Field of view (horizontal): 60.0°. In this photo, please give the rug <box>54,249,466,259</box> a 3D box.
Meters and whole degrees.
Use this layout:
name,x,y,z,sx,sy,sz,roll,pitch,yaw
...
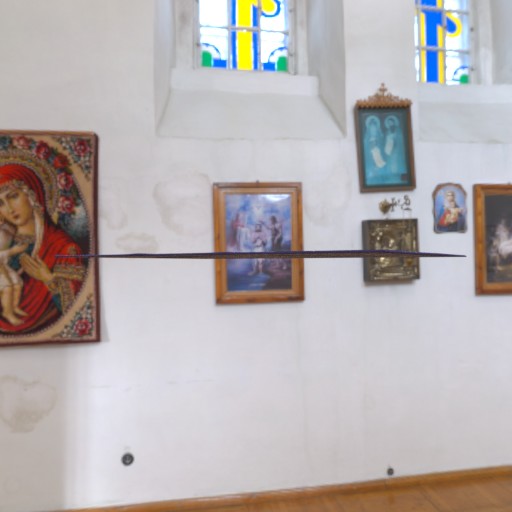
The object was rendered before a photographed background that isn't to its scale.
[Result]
name,x,y,z,sx,sy,sz,roll,pitch,yaw
rug,0.000,0.000,2.284,1.781,0.012,1.184,-1,-1,36
